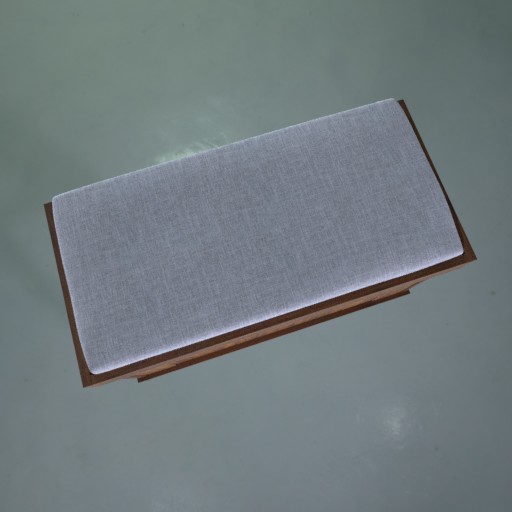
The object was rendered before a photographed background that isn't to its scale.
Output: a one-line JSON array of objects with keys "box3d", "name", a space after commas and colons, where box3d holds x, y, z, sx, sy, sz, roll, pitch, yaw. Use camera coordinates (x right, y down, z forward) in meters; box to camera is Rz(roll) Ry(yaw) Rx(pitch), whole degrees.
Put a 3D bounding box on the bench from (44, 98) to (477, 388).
[{"box3d": [0.000, 0.000, 1.020, 0.734, 0.461, 0.362, -17, 76, -4], "name": "bench"}]
